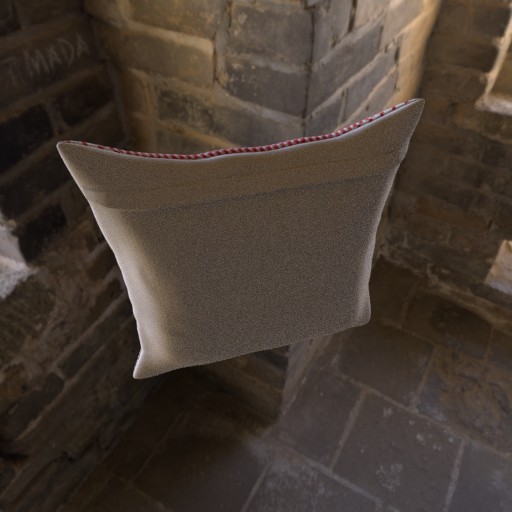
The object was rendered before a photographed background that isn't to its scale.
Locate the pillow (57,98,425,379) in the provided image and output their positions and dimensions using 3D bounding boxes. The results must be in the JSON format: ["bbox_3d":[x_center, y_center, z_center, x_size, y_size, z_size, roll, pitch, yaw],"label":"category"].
[{"bbox_3d":[0.000,0.000,0.691,0.463,0.454,0.160,-11,42,-12],"label":"pillow"}]
